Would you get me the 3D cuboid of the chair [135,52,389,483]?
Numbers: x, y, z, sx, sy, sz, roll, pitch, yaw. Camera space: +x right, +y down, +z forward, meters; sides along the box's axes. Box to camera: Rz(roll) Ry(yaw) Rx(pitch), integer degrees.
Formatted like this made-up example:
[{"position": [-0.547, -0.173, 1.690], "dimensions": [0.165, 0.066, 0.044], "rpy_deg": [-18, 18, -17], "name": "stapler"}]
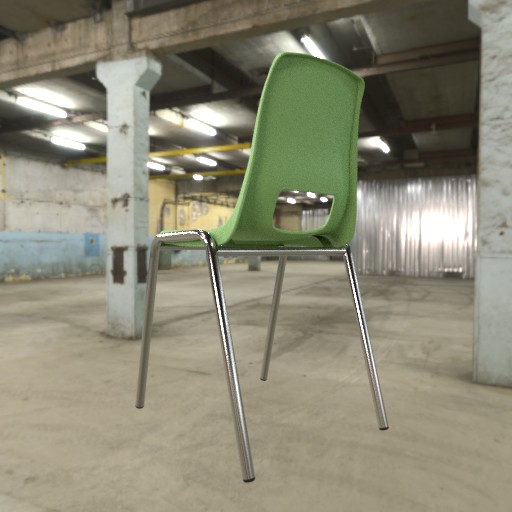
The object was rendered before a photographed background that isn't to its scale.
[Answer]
[{"position": [0.000, 0.000, 0.959], "dimensions": [0.381, 0.704, 0.436], "rpy_deg": [-1, 1, -36], "name": "chair"}]
